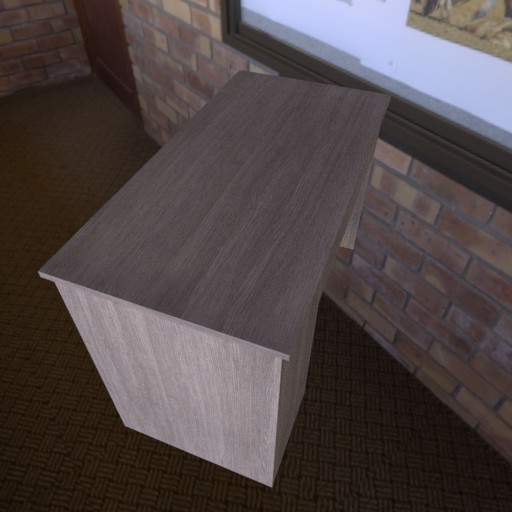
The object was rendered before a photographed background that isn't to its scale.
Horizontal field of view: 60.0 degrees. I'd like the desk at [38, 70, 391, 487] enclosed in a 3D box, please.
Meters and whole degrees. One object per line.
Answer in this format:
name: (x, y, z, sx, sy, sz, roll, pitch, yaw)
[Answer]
desk: (0.000, 0.000, 1.484, 0.560, 0.735, 1.097, 16, 47, 15)
